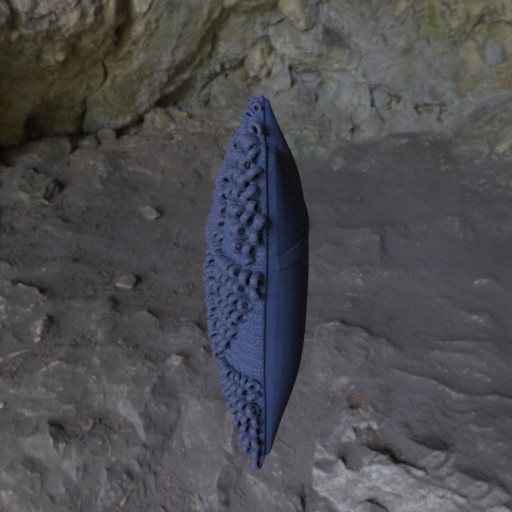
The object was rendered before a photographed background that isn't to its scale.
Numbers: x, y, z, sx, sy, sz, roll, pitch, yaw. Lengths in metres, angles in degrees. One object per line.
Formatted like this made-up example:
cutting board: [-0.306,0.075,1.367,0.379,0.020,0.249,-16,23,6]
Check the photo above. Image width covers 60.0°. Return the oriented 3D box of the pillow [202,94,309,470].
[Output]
pillow: [0.000,0.000,0.739,0.172,0.466,0.469,0,26,0]
